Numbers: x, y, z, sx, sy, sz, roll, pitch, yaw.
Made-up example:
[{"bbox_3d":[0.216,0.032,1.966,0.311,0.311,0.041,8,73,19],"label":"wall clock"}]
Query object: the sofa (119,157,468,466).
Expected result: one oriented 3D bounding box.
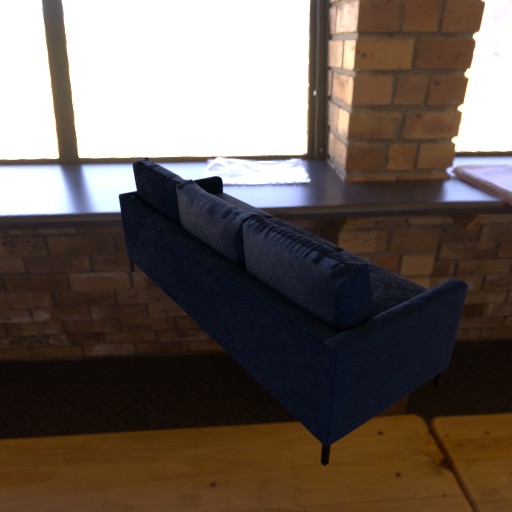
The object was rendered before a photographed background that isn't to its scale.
[{"bbox_3d":[0.000,0.000,2.701,0.875,0.879,2.252,-17,31,-32],"label":"sofa"}]
